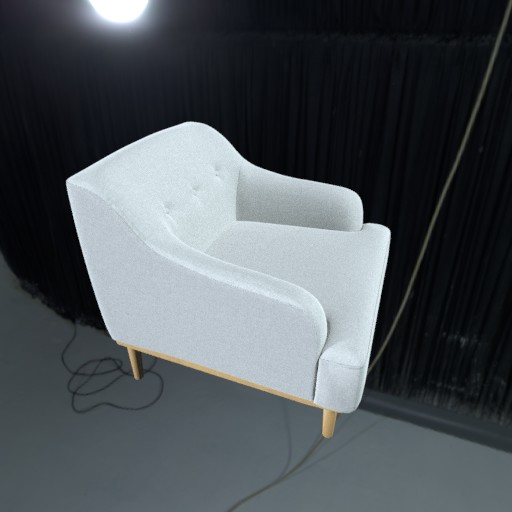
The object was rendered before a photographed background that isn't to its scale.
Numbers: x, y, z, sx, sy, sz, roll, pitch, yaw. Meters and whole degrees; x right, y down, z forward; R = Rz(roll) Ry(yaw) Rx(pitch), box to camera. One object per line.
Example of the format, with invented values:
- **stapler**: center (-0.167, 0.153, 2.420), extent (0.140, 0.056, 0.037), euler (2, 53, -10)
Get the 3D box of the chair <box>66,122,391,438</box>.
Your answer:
- **chair**: center (0.000, 0.000, 1.695), extent (0.951, 0.818, 0.946), euler (10, 31, 17)
